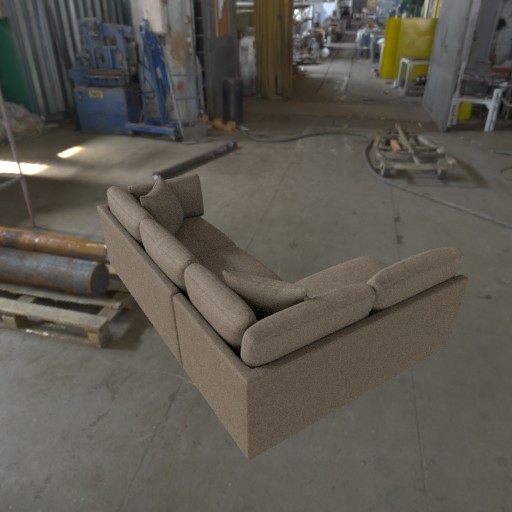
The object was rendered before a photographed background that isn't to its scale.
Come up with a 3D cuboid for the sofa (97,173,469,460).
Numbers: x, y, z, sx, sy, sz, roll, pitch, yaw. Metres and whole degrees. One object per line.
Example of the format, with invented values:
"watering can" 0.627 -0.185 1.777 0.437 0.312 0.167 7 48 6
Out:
"sofa" 0.000 0.000 4.017 1.994 0.978 2.896 -18 34 -28
